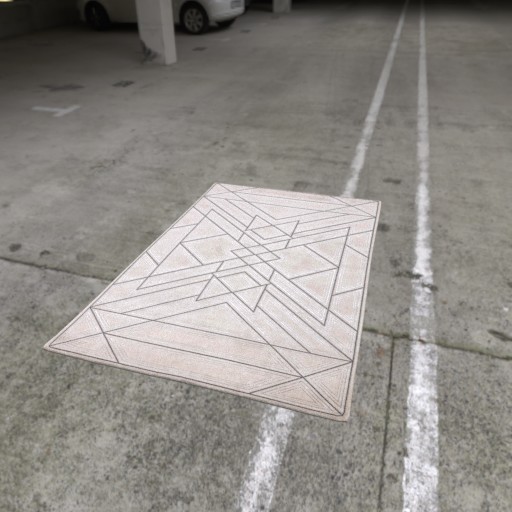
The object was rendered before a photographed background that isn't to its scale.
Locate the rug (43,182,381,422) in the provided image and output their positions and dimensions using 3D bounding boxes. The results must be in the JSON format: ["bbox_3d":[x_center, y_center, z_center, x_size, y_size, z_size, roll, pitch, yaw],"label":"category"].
[{"bbox_3d":[0.000,0.000,3.098,1.575,0.023,2.459,9,32,15],"label":"rug"}]
